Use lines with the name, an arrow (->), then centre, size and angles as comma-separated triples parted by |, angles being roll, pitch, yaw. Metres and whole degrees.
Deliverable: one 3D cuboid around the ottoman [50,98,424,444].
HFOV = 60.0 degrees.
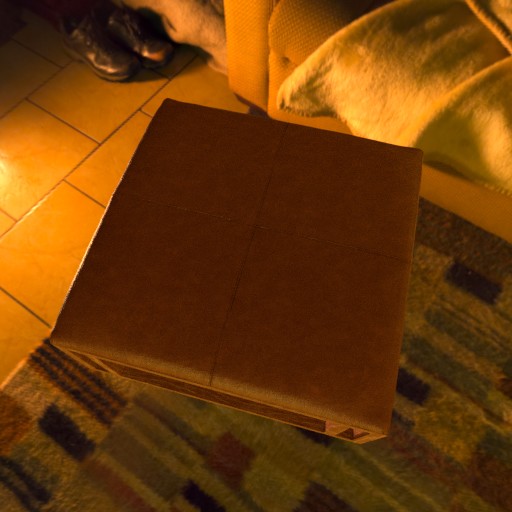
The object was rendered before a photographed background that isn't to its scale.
ottoman -> 0.000, 0.000, 1.606 | 1.016, 0.442, 1.013 | 13, 65, 6
